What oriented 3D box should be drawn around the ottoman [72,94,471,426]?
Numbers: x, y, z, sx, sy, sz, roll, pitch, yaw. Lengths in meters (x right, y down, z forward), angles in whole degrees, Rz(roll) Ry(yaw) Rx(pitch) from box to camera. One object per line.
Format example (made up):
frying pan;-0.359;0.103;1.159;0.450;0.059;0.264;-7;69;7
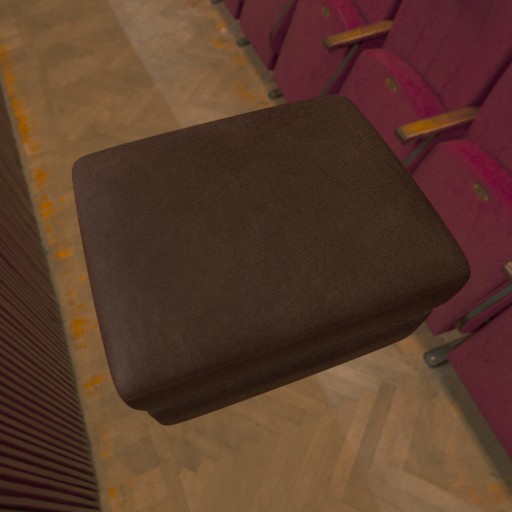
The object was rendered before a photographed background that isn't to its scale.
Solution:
ottoman;0.000;0.000;1.216;0.806;0.569;0.670;-17;59;-11
